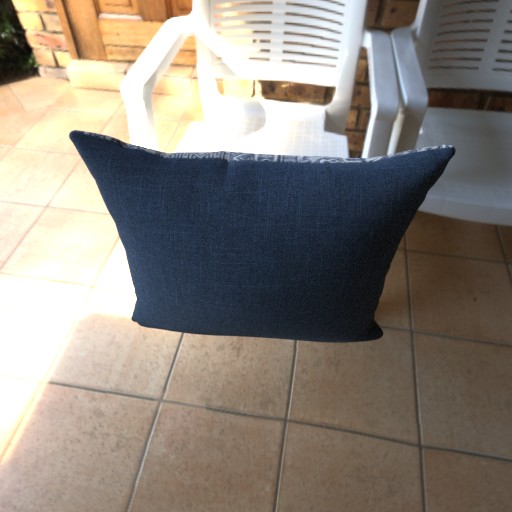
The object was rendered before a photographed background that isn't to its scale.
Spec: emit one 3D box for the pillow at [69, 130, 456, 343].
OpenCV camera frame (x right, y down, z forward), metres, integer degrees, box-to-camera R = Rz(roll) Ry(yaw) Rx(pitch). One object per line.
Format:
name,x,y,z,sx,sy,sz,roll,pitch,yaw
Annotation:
pillow,0.000,0.000,0.788,0.546,0.487,0.180,3,48,2
